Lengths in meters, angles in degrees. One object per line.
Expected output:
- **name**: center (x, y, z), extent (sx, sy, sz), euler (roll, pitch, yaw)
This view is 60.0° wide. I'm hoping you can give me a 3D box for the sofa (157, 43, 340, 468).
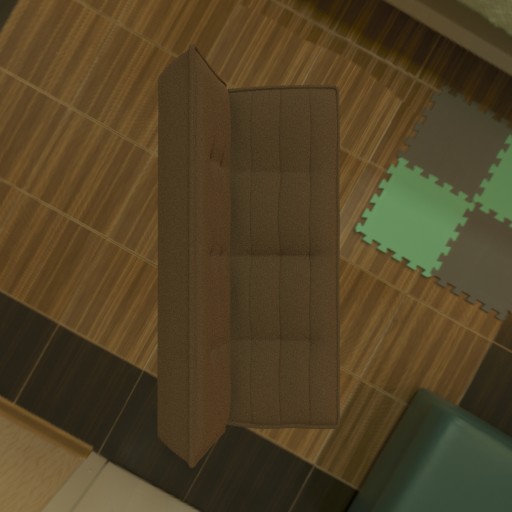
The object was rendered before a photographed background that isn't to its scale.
- **sofa**: center (0.000, 0.000, 2.448), extent (0.950, 0.890, 1.940), euler (0, 89, -1)
